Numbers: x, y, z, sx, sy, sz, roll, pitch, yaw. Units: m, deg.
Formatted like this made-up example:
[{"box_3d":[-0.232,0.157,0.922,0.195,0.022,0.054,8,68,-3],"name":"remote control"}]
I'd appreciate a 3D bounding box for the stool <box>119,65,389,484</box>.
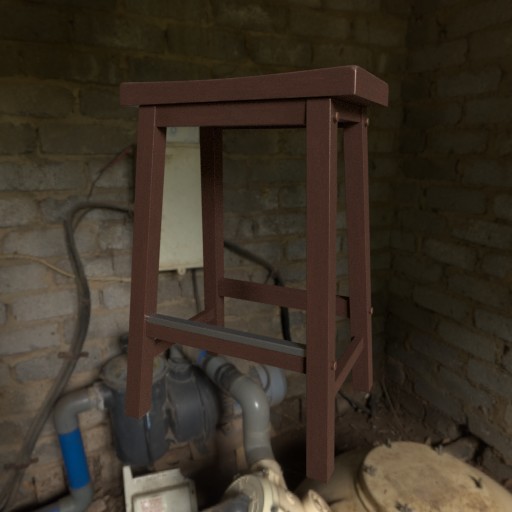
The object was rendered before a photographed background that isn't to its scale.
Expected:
[{"box_3d":[0.000,0.000,0.835,0.406,0.610,0.322,7,16,26],"name":"stool"}]
